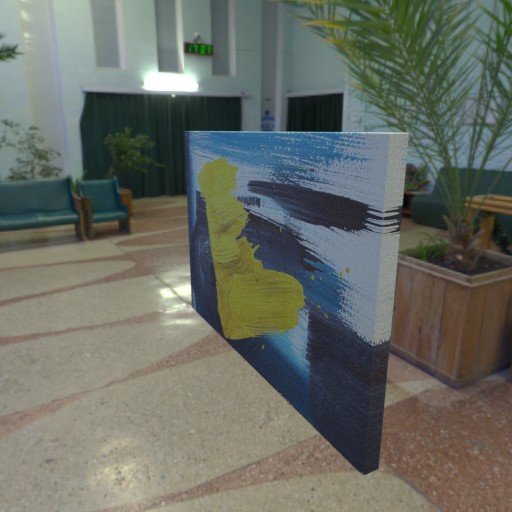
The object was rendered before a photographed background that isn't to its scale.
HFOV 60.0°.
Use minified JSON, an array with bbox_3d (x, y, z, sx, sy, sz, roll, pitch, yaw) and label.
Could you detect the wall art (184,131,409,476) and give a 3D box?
[{"bbox_3d":[0.000,0.000,1.130,0.039,0.610,0.914,-8,18,-27],"label":"wall art"}]
